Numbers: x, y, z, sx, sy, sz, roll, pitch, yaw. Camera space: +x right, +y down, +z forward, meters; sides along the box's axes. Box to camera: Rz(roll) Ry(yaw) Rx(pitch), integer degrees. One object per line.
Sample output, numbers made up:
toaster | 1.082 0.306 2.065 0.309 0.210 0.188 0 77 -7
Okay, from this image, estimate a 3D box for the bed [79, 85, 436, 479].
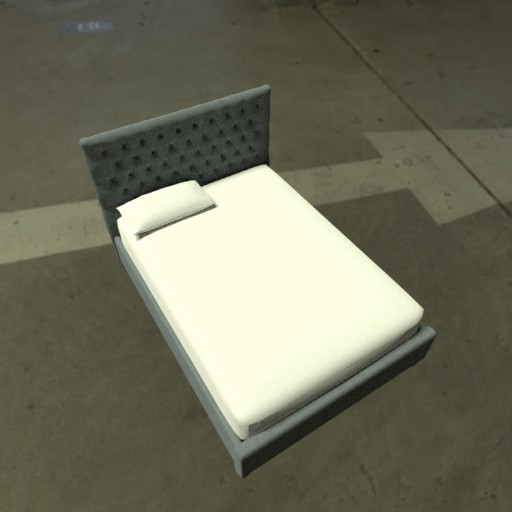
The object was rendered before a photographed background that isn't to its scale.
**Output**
bed | 0.000 0.000 3.429 1.698 1.411 2.335 -24 51 -21
